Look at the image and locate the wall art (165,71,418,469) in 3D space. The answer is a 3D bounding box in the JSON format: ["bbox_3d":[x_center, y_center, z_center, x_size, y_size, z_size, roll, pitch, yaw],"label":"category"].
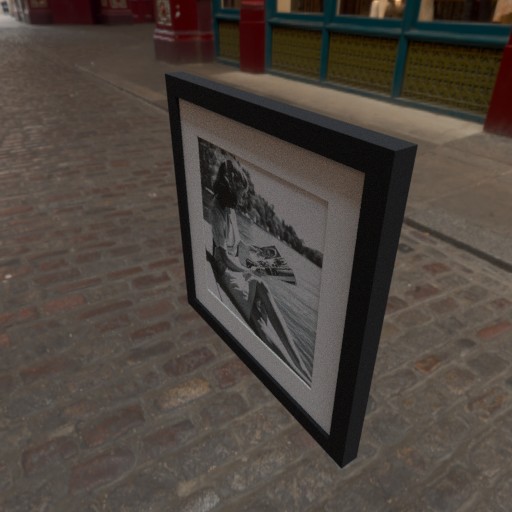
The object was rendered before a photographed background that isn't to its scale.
[{"bbox_3d":[0.000,0.000,0.670,0.030,0.458,0.462,-20,37,-29],"label":"wall art"}]
